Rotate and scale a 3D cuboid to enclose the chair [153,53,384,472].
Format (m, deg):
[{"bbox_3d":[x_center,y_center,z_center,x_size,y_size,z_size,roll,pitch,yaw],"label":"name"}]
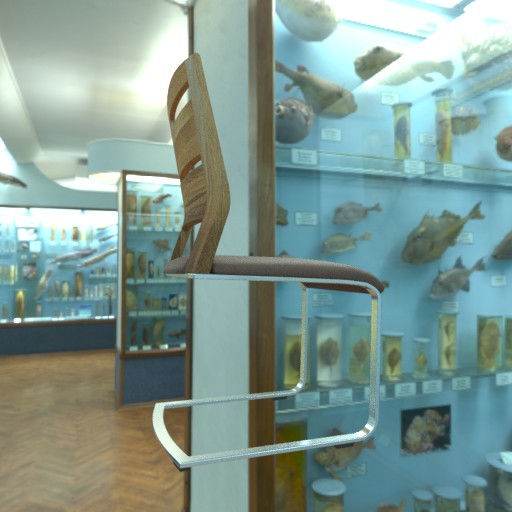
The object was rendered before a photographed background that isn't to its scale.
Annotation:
[{"bbox_3d":[0.000,0.000,1.282,0.570,0.970,0.460,1,-2,-19],"label":"chair"}]
